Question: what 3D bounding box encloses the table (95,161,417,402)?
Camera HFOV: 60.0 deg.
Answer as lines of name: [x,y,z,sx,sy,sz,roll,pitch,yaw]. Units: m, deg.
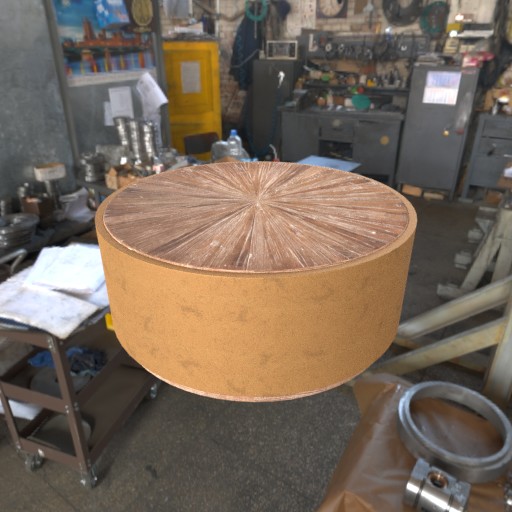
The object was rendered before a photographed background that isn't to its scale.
table: [0.000,0.000,1.536,1.001,0.409,1.001,0,27,0]
